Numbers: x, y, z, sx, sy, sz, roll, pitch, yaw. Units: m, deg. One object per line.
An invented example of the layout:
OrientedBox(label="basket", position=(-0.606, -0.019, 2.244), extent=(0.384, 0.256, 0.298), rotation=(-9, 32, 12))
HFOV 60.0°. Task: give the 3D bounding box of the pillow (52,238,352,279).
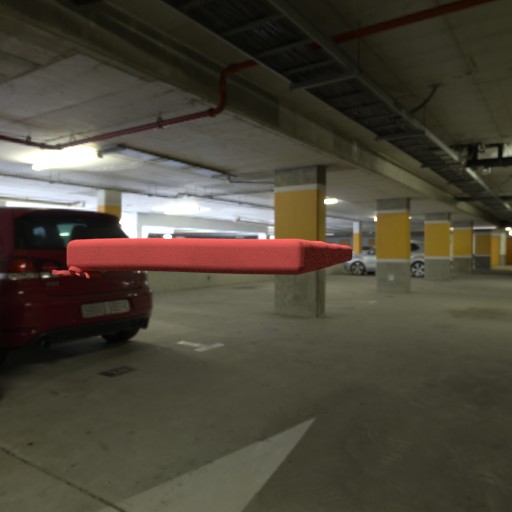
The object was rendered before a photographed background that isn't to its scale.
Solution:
OrientedBox(label="pillow", position=(0.000, 0.000, 1.318), extent=(0.492, 0.081, 1.187), rotation=(0, 1, 16))
